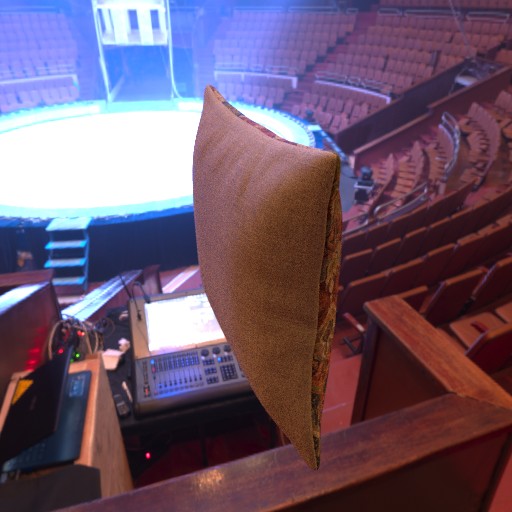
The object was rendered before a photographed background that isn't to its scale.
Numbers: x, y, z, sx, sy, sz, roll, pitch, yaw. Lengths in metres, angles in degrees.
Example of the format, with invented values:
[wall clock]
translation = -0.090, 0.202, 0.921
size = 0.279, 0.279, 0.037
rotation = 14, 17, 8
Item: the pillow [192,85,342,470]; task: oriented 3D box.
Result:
[pillow]
translation = 0.000, 0.000, 0.785
size = 0.166, 0.506, 0.523
rotation = -10, 31, -18
